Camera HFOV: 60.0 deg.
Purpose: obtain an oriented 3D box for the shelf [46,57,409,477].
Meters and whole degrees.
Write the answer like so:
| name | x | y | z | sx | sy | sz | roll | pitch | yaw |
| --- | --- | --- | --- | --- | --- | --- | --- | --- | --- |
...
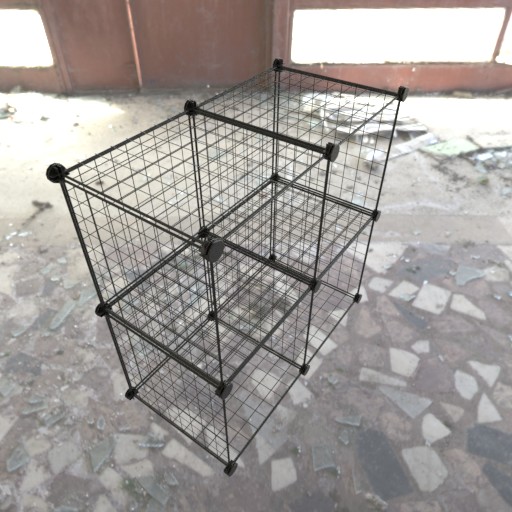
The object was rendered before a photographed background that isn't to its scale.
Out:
| name | x | y | z | sx | sy | sz | roll | pitch | yaw |
| --- | --- | --- | --- | --- | --- | --- | --- | --- | --- |
| shelf | 0.000 | 0.000 | 1.106 | 0.356 | 0.711 | 0.711 | 25 | 47 | 26 |
